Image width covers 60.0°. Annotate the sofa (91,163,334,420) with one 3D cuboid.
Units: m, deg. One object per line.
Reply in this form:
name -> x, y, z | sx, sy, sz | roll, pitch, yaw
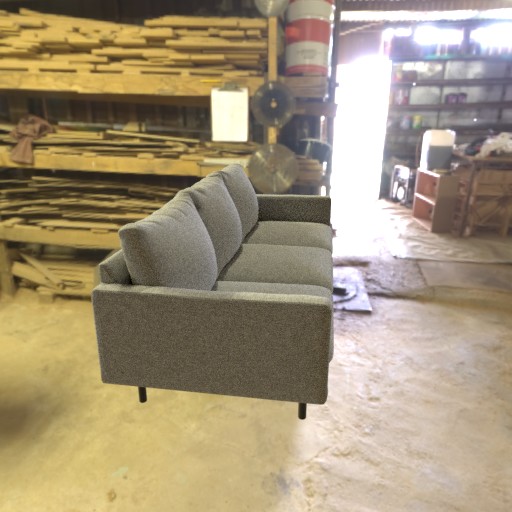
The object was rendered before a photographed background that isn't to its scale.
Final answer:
sofa -> 0.000, 0.000, 2.454 | 0.850, 0.830, 2.000 | 3, 18, 9
